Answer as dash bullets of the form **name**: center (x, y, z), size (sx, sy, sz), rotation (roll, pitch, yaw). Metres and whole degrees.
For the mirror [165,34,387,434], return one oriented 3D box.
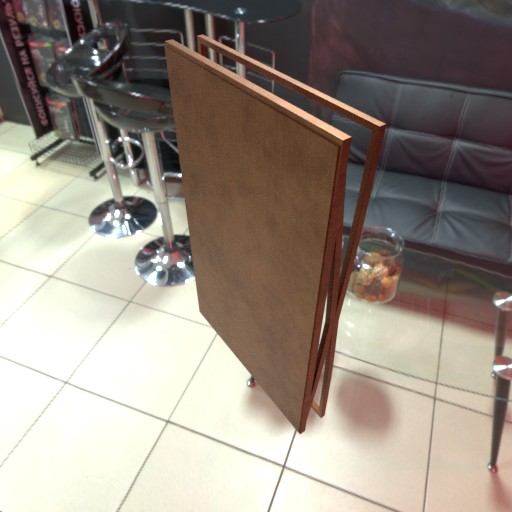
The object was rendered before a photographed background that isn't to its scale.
- **mirror**: center (0.000, 0.000, 0.953), size (0.082, 0.768, 0.468), rotation (-26, 49, -26)
